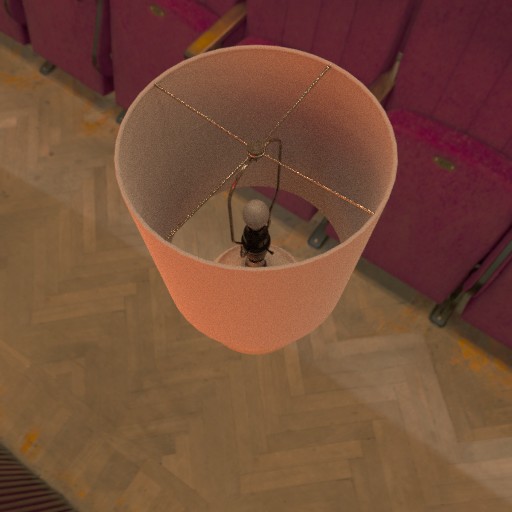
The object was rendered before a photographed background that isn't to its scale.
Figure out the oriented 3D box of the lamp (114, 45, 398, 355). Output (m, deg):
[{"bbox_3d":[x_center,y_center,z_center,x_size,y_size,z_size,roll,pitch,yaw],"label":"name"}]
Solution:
[{"bbox_3d":[0.000,0.000,0.523,0.217,0.404,0.217,34,69,15],"label":"lamp"}]
